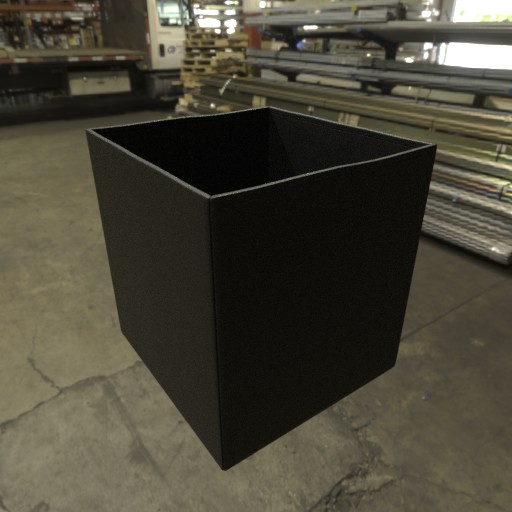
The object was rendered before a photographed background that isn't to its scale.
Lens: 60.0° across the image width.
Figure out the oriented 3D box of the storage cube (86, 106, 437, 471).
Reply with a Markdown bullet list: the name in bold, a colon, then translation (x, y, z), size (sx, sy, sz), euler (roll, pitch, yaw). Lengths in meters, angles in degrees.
- **storage cube**: translation (0.000, 0.000, 0.519), size (0.270, 0.280, 0.270), euler (-19, 33, -31)
